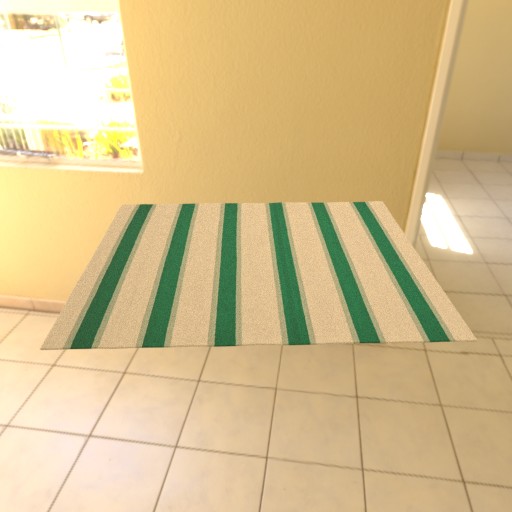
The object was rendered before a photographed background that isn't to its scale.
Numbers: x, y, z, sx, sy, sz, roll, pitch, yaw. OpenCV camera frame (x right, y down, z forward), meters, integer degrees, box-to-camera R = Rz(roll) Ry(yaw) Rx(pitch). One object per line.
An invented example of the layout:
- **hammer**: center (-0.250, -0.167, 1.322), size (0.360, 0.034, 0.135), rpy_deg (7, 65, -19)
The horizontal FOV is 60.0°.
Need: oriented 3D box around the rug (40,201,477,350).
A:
- **rug**: center (0.000, 0.000, 4.113), size (3.041, 0.019, 2.434), rpy_deg (-1, 31, -1)
